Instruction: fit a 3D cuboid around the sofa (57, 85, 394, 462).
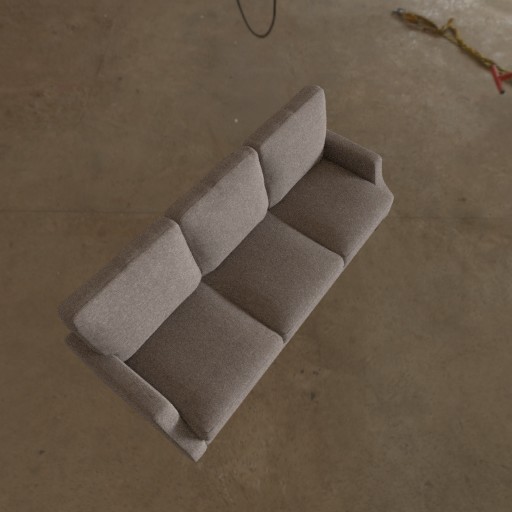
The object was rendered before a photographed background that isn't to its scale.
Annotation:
[{"bbox_3d":[0.000,0.000,2.638,0.888,0.984,2.115,33,63,19],"label":"sofa"}]
